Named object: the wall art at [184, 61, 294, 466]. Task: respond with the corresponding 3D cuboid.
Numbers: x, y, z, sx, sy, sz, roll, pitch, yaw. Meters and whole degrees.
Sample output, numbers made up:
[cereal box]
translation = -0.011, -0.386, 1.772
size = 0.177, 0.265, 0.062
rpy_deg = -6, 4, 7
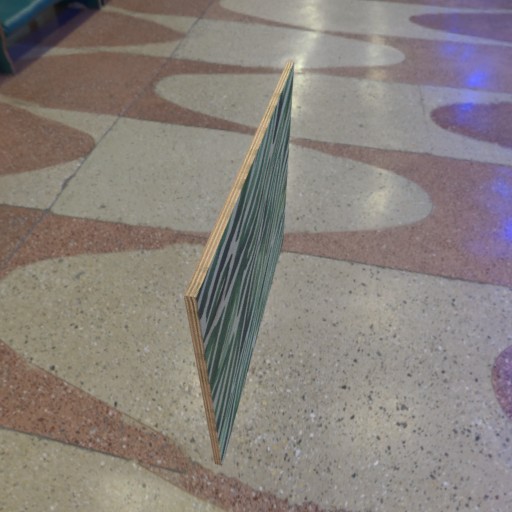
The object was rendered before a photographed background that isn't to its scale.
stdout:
[wall art]
translation = 0.000, 0.000, 0.704
size = 0.012, 0.408, 0.508
rpy_deg = 9, 47, 9
